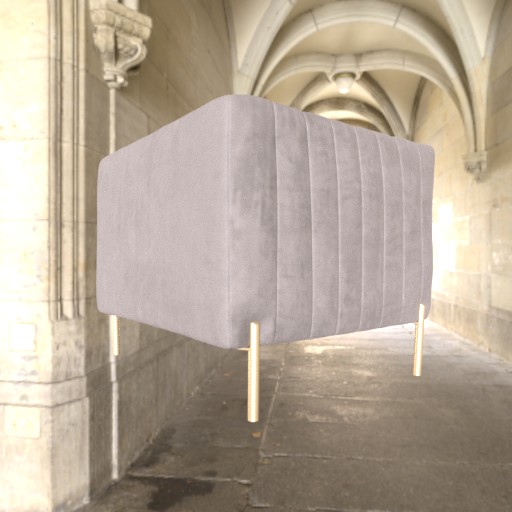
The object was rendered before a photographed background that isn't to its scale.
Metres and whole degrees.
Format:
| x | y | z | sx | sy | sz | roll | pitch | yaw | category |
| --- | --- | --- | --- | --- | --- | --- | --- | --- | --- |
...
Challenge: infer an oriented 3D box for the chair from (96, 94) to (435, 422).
| x | y | z | sx | sy | sz | roll | pitch | yaw | category |
| --- | --- | --- | --- | --- | --- | --- | --- | --- | --- |
| 0.000 | 0.000 | 1.614 | 0.873 | 0.779 | 0.981 | 0 | 0 | -38 | chair |
